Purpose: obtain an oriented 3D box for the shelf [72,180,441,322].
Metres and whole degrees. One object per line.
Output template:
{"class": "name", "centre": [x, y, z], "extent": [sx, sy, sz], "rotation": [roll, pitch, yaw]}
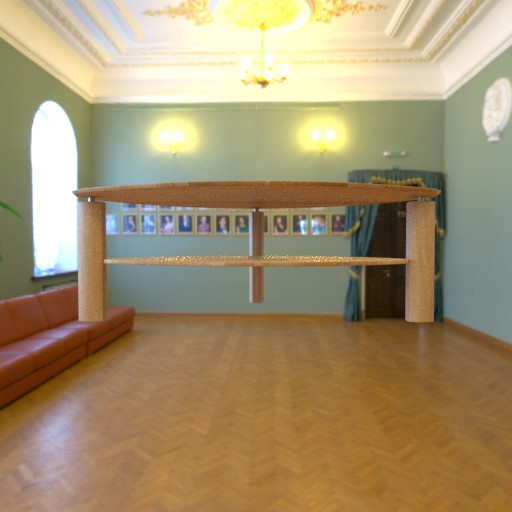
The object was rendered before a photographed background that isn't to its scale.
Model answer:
{"class": "shelf", "centre": [0.000, 0.000, 1.645], "extent": [1.246, 0.440, 0.845], "rotation": [0, 2, 0]}
